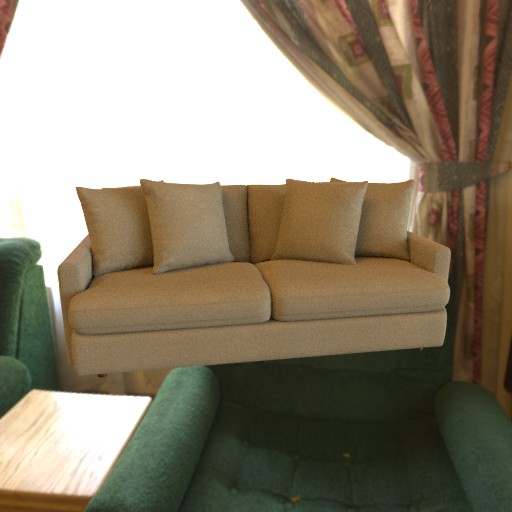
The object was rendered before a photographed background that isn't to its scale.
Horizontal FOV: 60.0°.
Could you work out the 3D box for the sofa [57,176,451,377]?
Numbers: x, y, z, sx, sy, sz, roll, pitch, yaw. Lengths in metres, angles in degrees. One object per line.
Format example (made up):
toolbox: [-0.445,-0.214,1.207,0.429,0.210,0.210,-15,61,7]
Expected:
sofa: [0.000,0.000,3.069,2.380,1.084,1.228,-3,15,-9]
